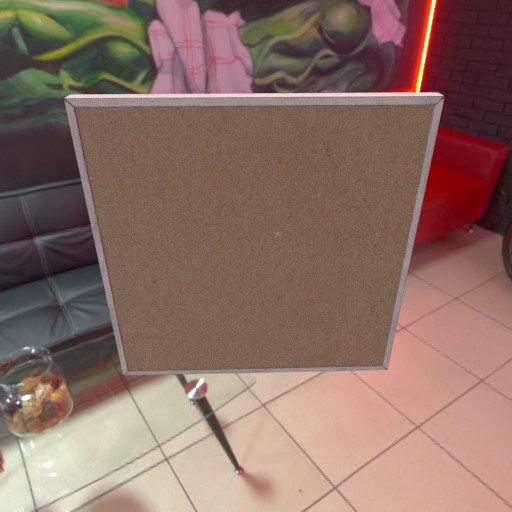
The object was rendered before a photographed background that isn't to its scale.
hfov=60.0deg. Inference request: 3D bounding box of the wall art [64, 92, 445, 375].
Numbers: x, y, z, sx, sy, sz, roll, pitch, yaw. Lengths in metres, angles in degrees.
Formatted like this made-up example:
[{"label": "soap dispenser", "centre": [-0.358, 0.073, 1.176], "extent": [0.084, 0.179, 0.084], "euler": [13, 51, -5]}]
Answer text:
[{"label": "wall art", "centre": [0.000, 0.000, 1.097], "extent": [0.762, 0.762, 0.038], "euler": [-1, 31, -1]}]
